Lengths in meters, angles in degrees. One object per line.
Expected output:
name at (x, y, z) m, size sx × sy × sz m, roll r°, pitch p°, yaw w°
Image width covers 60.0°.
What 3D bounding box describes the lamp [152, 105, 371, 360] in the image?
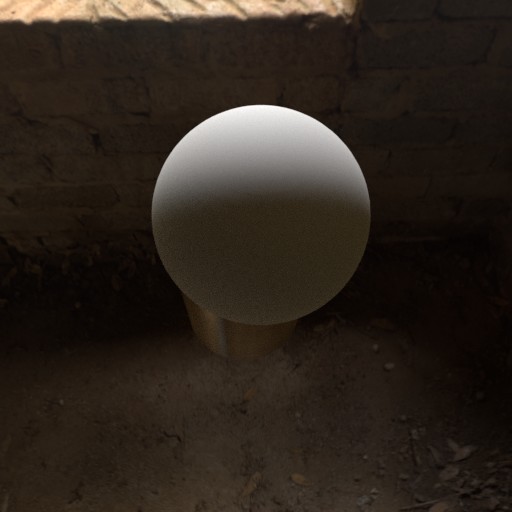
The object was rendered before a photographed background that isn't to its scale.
lamp at (0.000, 0.000, 0.343) m, size 0.141 × 0.250 × 0.152 m, roll -32°, pitch 63°, yaw -19°
